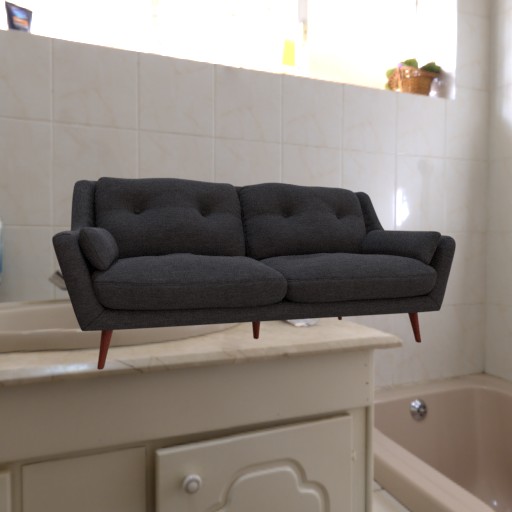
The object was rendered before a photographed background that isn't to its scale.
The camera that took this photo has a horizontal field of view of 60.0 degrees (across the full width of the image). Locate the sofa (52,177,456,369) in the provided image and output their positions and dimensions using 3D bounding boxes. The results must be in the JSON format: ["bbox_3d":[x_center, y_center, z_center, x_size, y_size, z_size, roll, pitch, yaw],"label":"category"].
[{"bbox_3d":[0.000,0.000,2.395,1.929,0.896,0.975,0,1,-19],"label":"sofa"}]
